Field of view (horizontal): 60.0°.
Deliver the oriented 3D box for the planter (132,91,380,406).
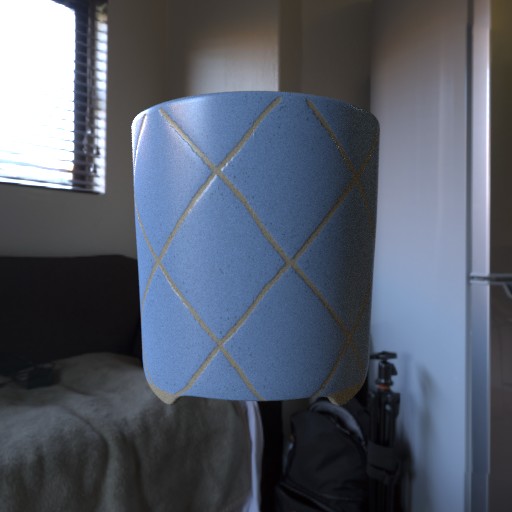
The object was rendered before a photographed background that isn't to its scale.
[{"bbox_3d":[0.000,0.000,0.423,0.227,0.235,0.227,0,1,0],"label":"planter"}]
